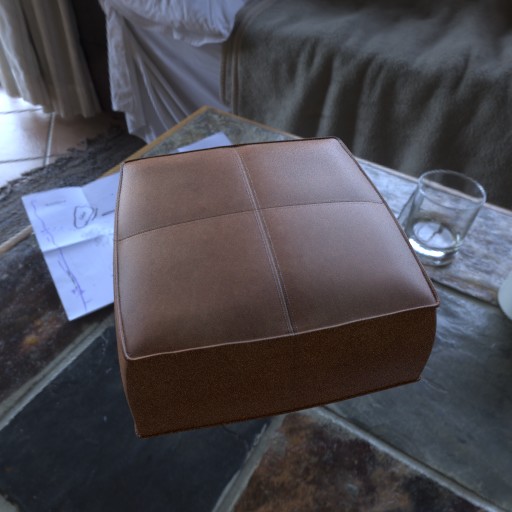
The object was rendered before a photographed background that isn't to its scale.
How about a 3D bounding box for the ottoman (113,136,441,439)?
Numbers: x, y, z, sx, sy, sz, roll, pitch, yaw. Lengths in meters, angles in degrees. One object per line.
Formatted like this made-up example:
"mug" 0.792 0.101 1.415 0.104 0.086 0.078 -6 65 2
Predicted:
"ottoman" 0.000 0.000 1.428 0.901 0.395 0.902 -9 47 -8
